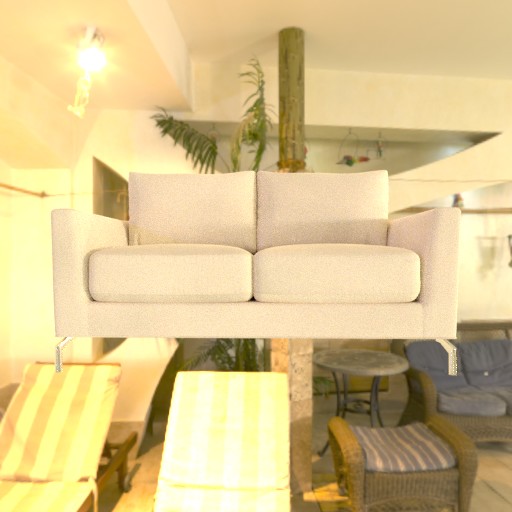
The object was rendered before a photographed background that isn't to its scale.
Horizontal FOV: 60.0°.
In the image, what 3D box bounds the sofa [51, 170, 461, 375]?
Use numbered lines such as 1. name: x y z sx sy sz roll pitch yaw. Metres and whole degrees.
1. sofa: 0.000 0.000 2.298 1.739 0.995 0.906 0 0 2
